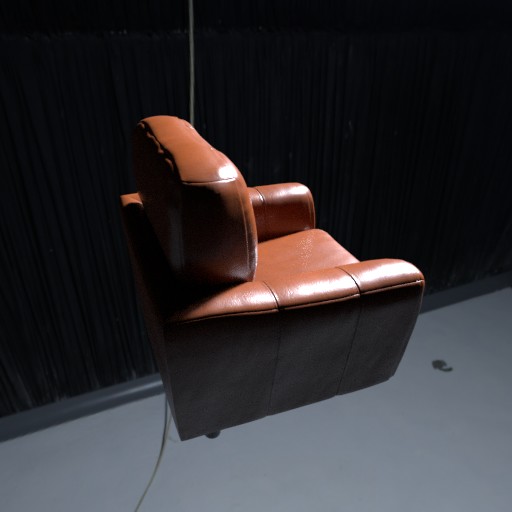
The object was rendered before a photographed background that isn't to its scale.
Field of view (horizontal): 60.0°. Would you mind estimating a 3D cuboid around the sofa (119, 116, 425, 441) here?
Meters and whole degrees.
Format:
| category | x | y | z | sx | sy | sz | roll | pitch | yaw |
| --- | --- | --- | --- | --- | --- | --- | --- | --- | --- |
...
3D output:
| category | x | y | z | sx | sy | sz | roll | pitch | yaw |
| --- | --- | --- | --- | --- | --- | --- | --- | --- | --- |
| sofa | 0.000 | 0.000 | 1.491 | 0.789 | 0.876 | 0.836 | -11 | 32 | -19 |
